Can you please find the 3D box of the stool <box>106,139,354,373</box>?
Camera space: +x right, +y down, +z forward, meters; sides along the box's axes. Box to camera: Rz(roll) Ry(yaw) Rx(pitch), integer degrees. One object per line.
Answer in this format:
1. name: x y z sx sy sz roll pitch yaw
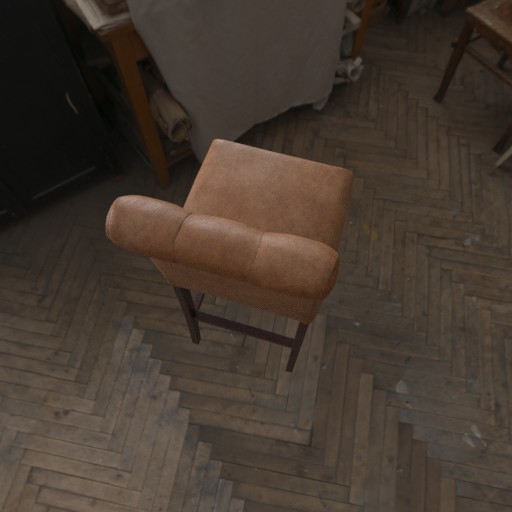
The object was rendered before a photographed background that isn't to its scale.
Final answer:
1. stool: 0.000 0.000 1.447 0.493 1.140 0.601 15 65 7
